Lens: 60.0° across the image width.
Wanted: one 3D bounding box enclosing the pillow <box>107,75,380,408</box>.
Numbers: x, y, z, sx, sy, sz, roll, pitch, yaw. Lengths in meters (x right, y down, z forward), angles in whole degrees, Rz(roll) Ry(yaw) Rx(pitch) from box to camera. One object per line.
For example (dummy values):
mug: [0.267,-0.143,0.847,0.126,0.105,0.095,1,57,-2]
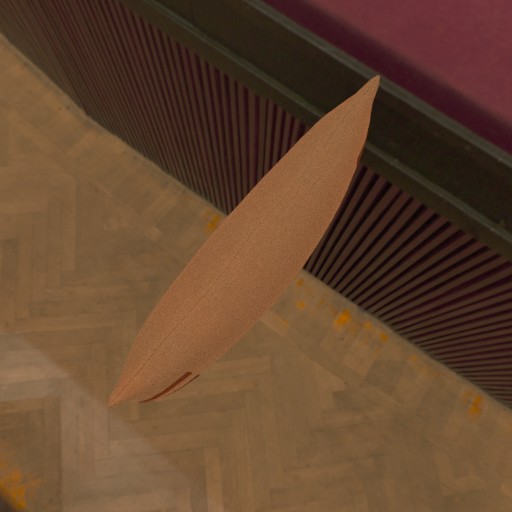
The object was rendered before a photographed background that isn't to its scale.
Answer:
pillow: [0.000,0.000,0.749,0.148,0.308,0.612,37,78,9]
